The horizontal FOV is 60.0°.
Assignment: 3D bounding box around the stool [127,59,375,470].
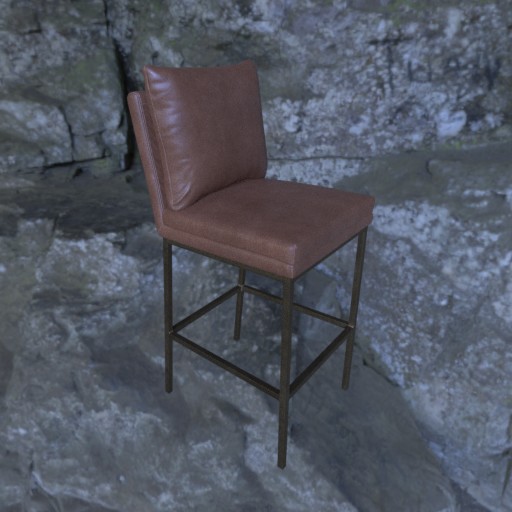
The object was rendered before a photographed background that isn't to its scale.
[{"bbox_3d":[0.000,0.000,1.413,0.571,1.124,0.463,19,32,33],"label":"stool"}]
